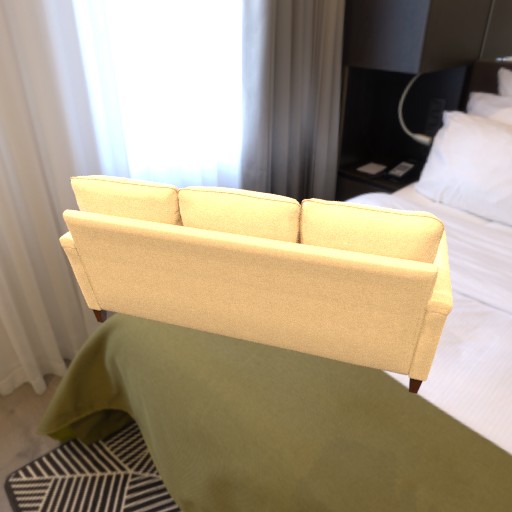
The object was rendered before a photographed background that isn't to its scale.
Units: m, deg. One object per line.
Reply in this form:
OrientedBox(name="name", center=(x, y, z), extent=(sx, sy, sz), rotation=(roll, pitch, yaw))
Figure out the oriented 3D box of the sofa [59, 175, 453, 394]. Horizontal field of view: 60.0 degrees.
OrientedBox(name="sofa", center=(0.000, 0.000, 2.427), extent=(1.925, 0.961, 0.828), rotation=(9, 31, 16))
